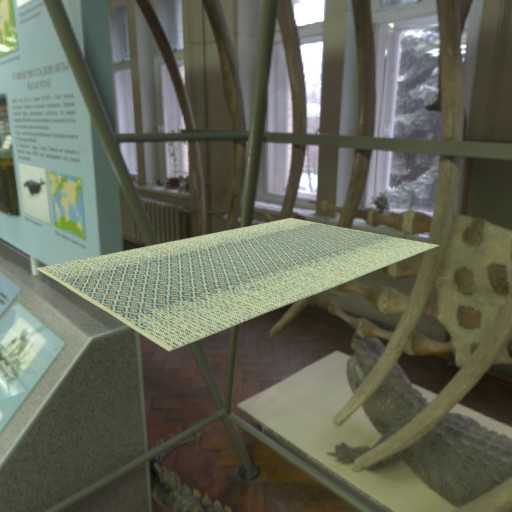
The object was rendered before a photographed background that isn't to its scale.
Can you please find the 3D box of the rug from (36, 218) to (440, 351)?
[{"bbox_3d":[0.000,0.000,3.132,2.448,0.008,1.541,-15,21,-42],"label":"rug"}]
